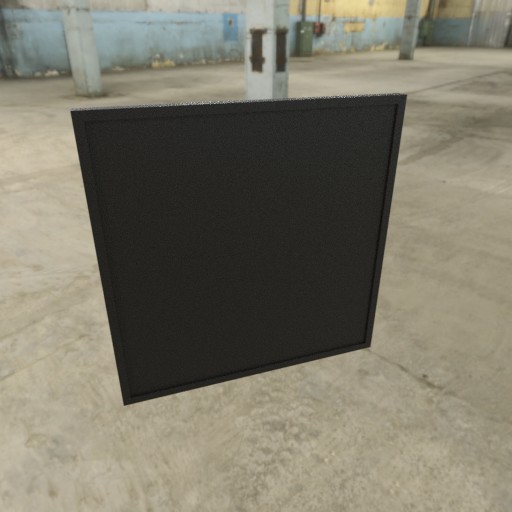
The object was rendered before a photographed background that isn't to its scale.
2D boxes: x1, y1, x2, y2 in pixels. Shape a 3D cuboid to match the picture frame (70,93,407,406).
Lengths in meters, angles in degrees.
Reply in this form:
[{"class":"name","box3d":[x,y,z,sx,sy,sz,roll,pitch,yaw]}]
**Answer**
[{"class":"picture frame","box3d":[0.000,0.000,1.162,0.775,0.775,0.032,-9,28,-17]}]
